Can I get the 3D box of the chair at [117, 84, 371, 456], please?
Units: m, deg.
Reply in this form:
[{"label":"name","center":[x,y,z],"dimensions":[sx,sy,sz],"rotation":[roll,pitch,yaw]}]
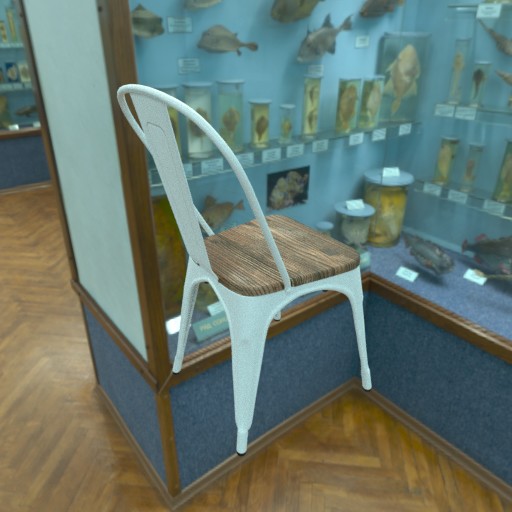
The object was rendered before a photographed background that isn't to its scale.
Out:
[{"label":"chair","center":[0.000,0.000,1.134],"dimensions":[0.521,0.851,0.452],"rotation":[-18,33,-31]}]
